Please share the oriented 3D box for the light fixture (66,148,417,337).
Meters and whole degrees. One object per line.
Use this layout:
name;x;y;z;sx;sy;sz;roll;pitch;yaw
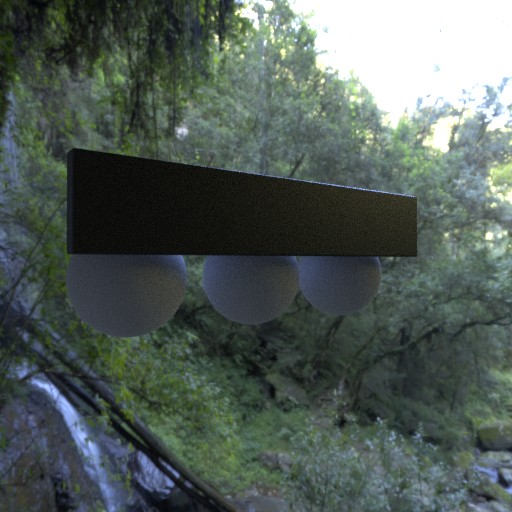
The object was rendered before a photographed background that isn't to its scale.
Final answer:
light fixture;0.000;0.000;0.848;0.721;0.263;0.218;0;-1;-36
